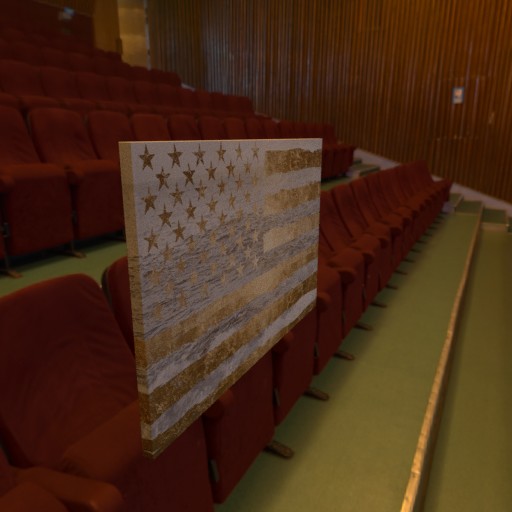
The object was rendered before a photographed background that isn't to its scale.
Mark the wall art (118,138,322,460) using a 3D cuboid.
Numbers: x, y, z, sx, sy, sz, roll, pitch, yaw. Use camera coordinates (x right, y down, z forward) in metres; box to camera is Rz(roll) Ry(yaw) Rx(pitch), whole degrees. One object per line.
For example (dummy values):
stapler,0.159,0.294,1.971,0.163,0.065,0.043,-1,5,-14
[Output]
wall art,0.000,0.000,1.202,0.027,0.610,0.932,8,17,26
